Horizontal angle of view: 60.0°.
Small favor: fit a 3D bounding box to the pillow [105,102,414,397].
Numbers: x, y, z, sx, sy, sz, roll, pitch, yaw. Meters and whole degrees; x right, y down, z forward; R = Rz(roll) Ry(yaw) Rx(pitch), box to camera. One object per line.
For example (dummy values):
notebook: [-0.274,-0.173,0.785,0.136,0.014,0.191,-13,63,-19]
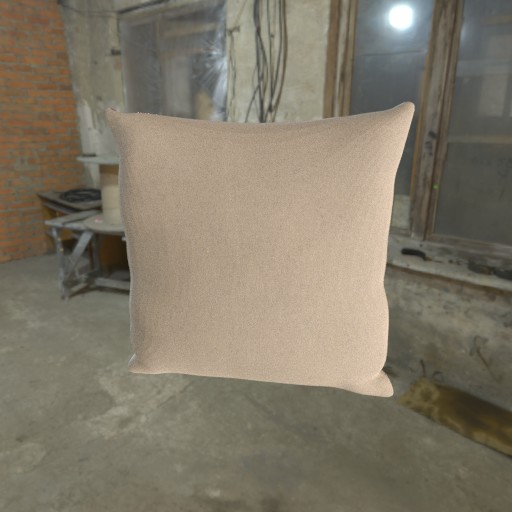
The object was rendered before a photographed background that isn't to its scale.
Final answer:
pillow: [0.000,0.000,0.673,0.440,0.441,0.182,2,17,8]
